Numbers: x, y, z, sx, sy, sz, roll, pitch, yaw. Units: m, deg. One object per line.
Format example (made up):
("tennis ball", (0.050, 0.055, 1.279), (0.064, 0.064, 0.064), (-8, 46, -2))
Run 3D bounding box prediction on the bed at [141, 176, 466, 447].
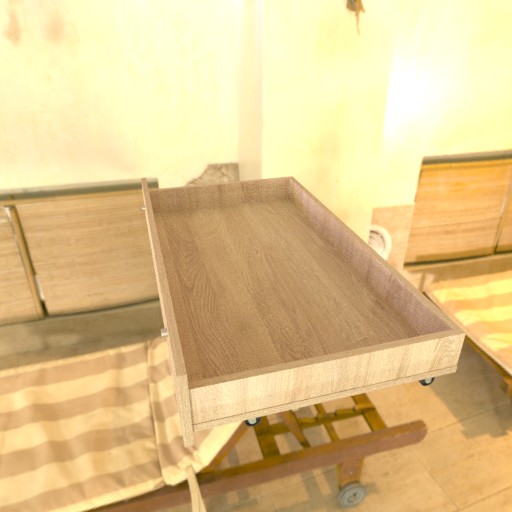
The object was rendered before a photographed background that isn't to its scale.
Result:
("bed", (0.000, 0.000, 1.476), (0.685, 0.209, 1.200), (-8, 30, -14))
